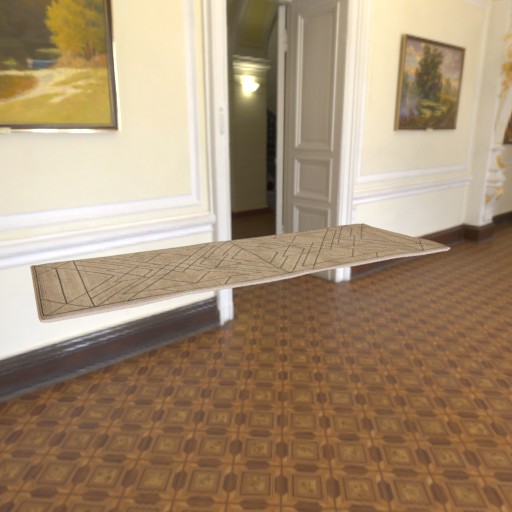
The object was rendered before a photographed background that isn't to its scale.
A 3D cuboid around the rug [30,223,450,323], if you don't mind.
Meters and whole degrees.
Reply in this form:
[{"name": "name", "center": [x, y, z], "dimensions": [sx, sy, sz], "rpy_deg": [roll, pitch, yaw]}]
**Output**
[{"name": "rug", "center": [0.000, 0.000, 2.632], "dimensions": [2.381, 0.036, 0.831], "rpy_deg": [-8, 18, -27]}]
